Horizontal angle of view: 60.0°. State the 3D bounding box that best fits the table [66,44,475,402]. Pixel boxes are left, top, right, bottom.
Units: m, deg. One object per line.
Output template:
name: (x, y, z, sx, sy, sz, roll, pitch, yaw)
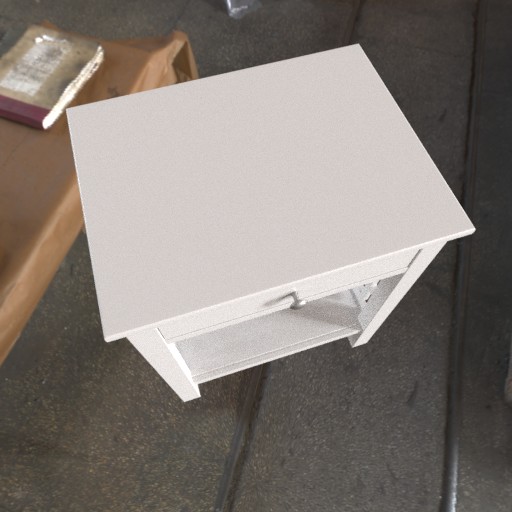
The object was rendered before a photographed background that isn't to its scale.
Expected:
table: (0.000, 0.000, 1.011, 0.564, 0.646, 0.451, -16, 64, -8)
